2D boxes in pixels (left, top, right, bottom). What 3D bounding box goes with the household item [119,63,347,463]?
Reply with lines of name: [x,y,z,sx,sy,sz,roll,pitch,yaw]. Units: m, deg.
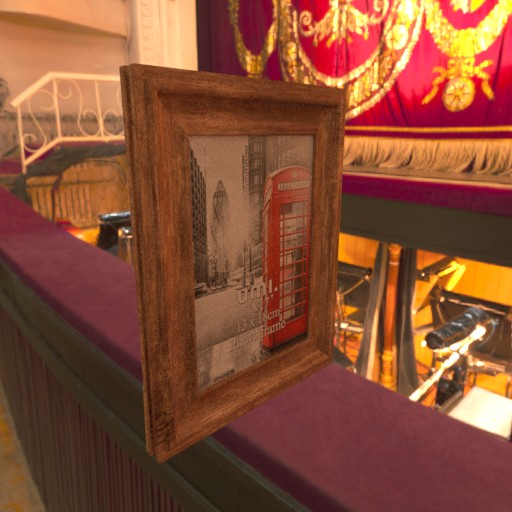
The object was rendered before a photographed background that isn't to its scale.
household item: [0.000,0.000,0.319,0.186,0.237,0.018,-15,21,-43]
